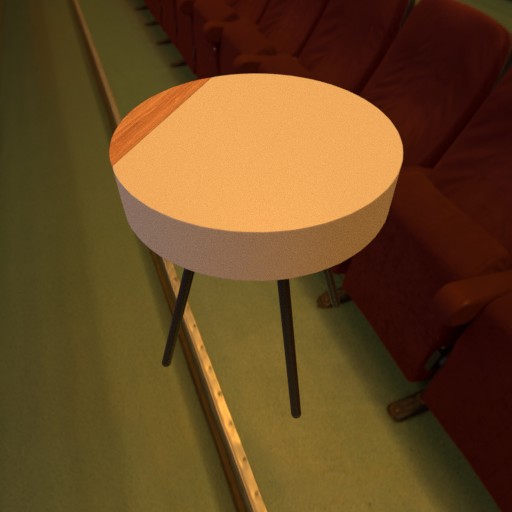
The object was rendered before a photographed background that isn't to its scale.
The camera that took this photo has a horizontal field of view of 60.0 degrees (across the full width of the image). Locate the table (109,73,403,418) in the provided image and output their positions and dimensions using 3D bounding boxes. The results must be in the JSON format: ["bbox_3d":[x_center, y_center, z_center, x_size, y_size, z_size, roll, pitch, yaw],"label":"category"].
[{"bbox_3d":[0.000,0.000,0.858,0.450,0.525,0.450,0,46,0],"label":"table"}]
